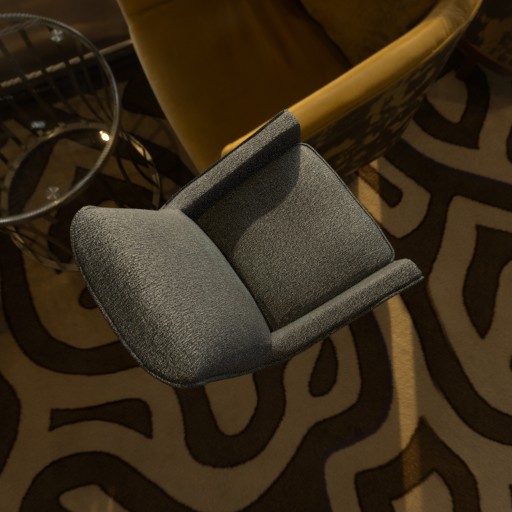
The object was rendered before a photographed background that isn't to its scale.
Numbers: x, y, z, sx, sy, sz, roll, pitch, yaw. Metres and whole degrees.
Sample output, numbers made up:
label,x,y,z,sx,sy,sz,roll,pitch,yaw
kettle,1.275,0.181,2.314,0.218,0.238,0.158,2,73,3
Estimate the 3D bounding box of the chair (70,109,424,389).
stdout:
label,x,y,z,sx,sy,sz,roll,pitch,yaw
chair,0.000,0.000,1.480,0.859,0.883,0.763,-34,78,-8
